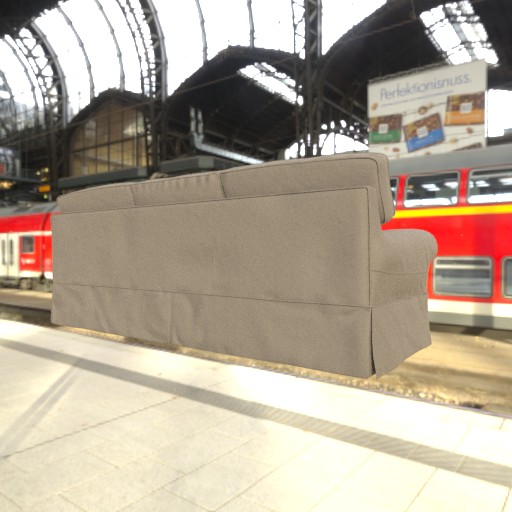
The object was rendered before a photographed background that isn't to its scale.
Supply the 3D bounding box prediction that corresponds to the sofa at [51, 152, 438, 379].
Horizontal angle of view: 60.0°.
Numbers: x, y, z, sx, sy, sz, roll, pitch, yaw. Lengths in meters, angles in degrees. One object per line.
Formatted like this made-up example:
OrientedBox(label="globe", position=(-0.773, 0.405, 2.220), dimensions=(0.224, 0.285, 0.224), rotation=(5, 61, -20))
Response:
OrientedBox(label="sofa", position=(0.000, 0.000, 3.165), dimensions=(2.475, 0.978, 1.733), rotation=(0, 1, 36))
